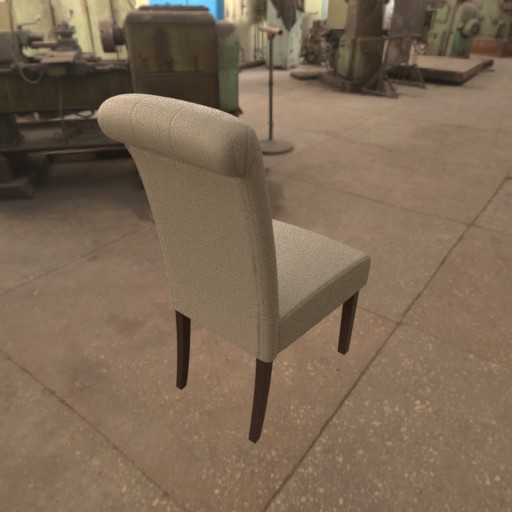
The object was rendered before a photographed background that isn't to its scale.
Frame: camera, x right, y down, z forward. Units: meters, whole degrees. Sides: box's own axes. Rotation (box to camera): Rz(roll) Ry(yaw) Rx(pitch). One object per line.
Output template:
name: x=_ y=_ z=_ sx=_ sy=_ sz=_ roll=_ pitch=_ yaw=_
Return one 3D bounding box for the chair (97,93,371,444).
chair: x=0.000 y=0.000 z=1.349 sx=0.456 sy=1.006 sz=0.671 roll=23 pitch=38 yaw=33
